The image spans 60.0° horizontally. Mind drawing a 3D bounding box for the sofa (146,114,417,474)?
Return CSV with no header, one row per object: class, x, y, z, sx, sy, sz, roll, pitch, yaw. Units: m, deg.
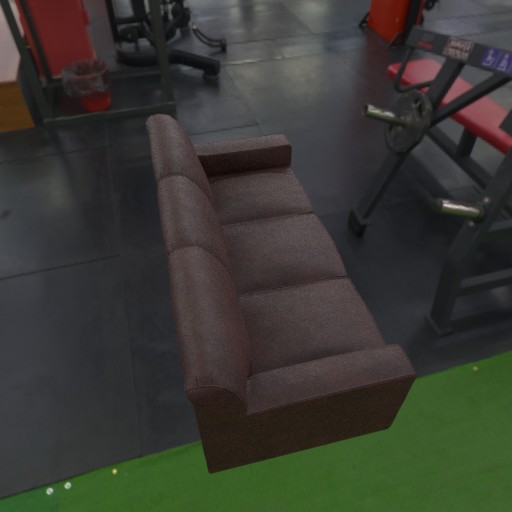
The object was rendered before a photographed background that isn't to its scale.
sofa,0.000,0.000,2.594,1.008,0.953,2.039,-10,47,-9
